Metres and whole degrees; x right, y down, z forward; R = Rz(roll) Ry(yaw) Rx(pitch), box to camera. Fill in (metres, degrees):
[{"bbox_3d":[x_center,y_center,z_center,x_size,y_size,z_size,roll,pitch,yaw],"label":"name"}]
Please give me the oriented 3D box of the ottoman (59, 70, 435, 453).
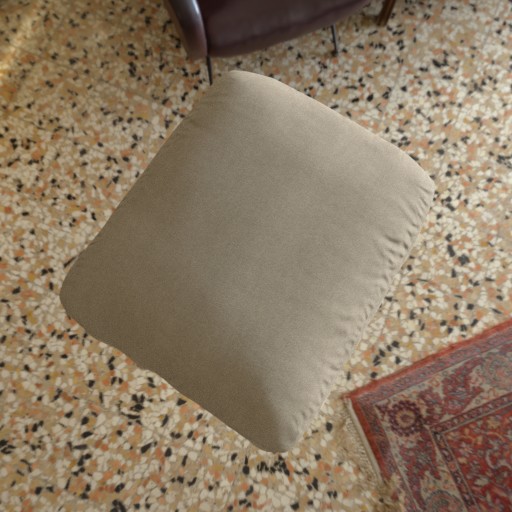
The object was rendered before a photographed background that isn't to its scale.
[{"bbox_3d":[0.000,0.000,1.059,0.584,0.480,0.712,32,78,7],"label":"ottoman"}]
